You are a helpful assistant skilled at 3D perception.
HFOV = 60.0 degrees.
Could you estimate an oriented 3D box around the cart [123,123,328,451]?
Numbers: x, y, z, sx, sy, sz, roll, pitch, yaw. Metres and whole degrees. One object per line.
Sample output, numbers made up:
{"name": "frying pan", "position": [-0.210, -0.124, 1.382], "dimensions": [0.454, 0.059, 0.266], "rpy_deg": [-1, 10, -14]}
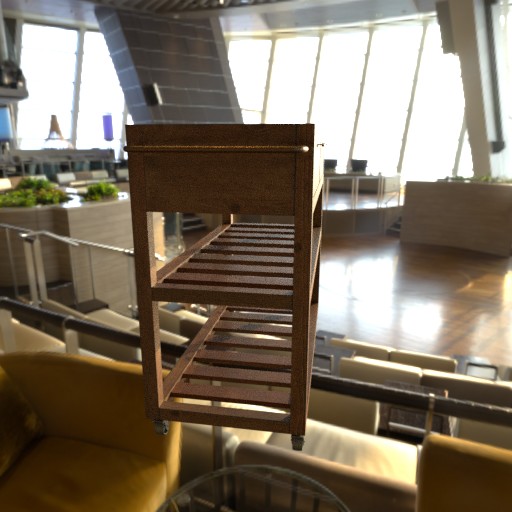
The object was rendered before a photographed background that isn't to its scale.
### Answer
{"name": "cart", "position": [0.000, 0.000, 1.509], "dimensions": [0.445, 0.830, 1.065], "rpy_deg": [3, 15, 10]}
